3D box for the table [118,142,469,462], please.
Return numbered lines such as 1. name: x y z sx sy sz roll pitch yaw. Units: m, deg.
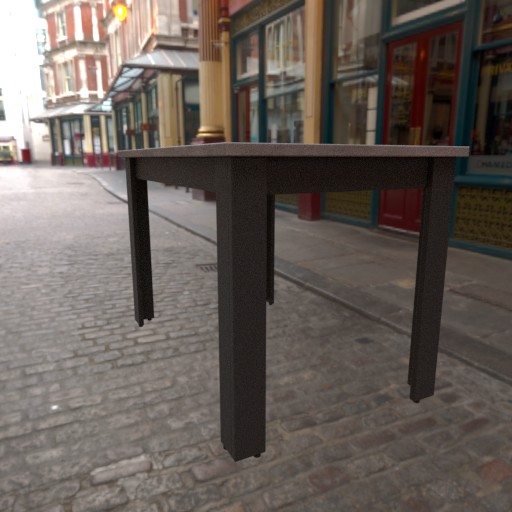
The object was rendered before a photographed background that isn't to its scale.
1. table: 0.000 0.000 1.566 0.700 0.734 1.100 -6 14 -27
